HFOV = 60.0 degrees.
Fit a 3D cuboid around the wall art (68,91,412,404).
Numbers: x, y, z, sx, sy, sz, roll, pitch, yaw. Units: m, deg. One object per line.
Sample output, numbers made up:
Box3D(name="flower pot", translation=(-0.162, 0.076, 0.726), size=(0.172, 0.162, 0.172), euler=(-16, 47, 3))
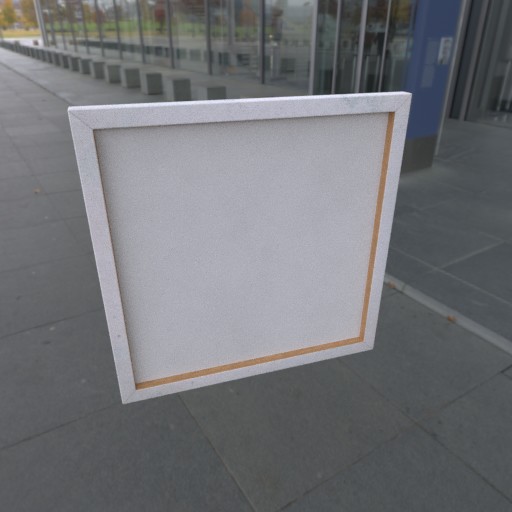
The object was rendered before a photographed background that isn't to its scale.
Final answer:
Box3D(name="wall art", translation=(0.000, 0.000, 1.133), size=(0.762, 0.762, 0.038), euler=(-8, 28, -16))
